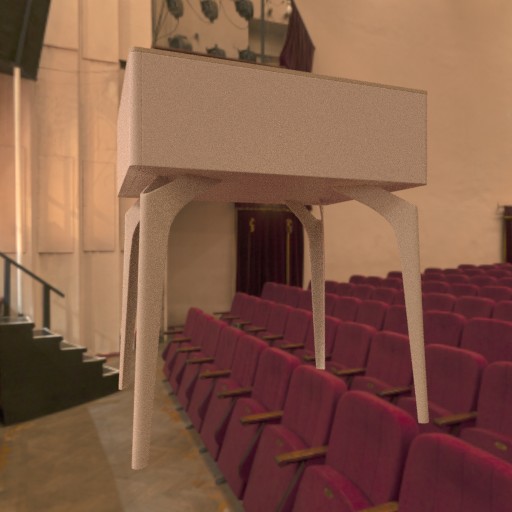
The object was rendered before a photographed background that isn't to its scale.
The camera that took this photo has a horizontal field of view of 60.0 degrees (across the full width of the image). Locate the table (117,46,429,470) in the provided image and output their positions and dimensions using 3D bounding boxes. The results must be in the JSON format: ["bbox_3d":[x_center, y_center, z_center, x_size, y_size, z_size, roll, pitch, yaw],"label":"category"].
[{"bbox_3d":[0.000,0.000,0.863,0.500,0.570,0.400,0,1,-20],"label":"table"}]
